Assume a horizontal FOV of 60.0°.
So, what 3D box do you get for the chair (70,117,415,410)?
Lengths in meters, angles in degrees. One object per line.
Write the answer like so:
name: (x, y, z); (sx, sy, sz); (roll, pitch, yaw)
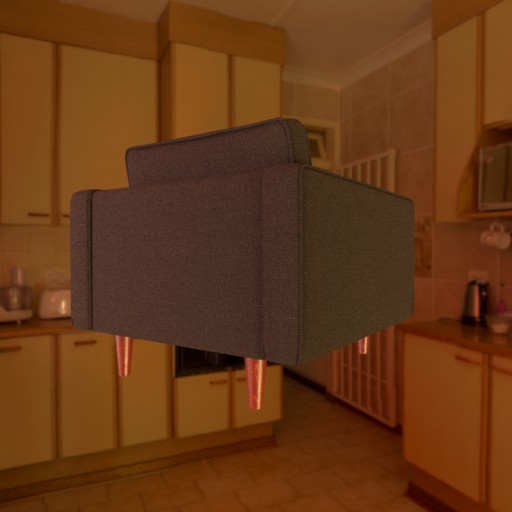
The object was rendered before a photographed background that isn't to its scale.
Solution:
chair: (0.000, 0.000, 1.590); (0.899, 0.770, 0.919); (1, 1, 35)
